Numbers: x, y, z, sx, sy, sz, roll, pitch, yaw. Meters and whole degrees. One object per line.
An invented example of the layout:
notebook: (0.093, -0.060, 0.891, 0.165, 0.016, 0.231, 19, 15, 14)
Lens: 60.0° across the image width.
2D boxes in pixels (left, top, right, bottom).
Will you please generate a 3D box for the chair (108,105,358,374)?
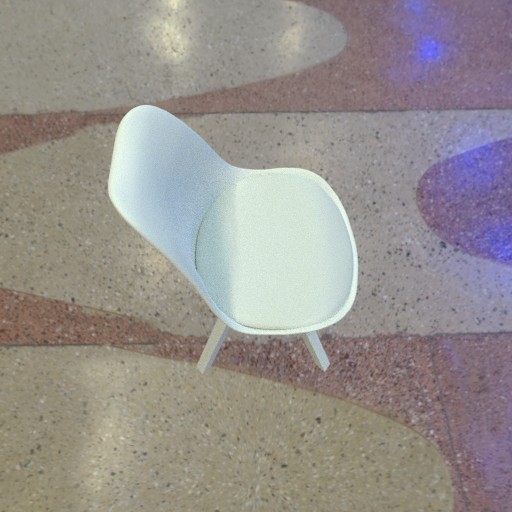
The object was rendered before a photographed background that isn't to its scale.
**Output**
chair: (0.000, 0.000, 1.208, 0.550, 0.850, 0.485, -1, 63, 0)
